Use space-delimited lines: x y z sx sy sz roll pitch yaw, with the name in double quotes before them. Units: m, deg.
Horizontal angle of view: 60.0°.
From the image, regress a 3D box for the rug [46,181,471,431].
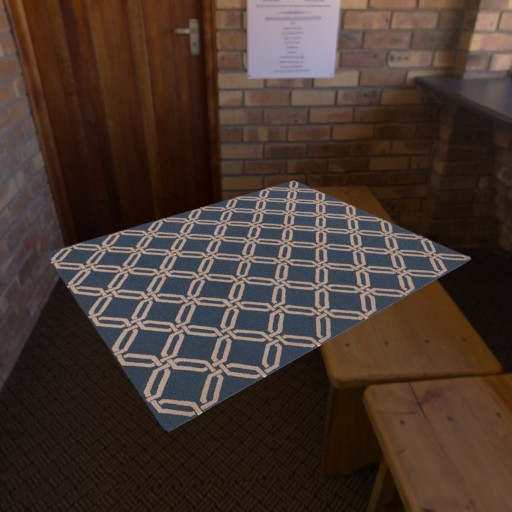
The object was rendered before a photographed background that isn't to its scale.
"rug" 0.000 0.000 3.788 2.867 0.020 2.277 -21 37 -31
